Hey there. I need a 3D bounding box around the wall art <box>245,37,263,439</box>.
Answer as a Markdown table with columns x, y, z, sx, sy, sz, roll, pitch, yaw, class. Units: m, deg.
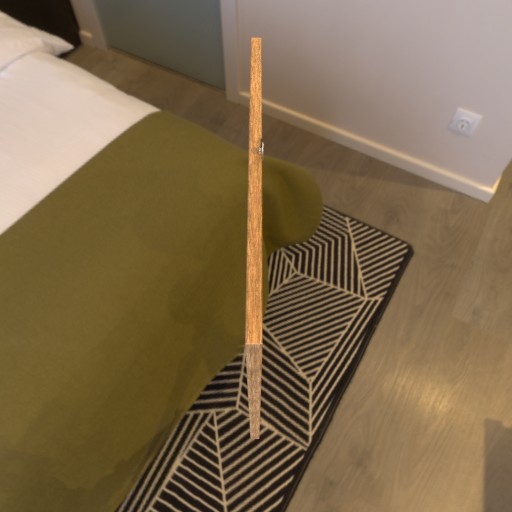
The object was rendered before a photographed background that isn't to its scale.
| x | y | z | sx | sy | sz | roll | pitch | yaw | class |
| --- | --- | --- | --- | --- | --- | --- | --- | --- | --- |
| 0.000 | 0.000 | 0.852 | 0.021 | 0.582 | 0.561 | 0 | 58 | 0 | wall art |
